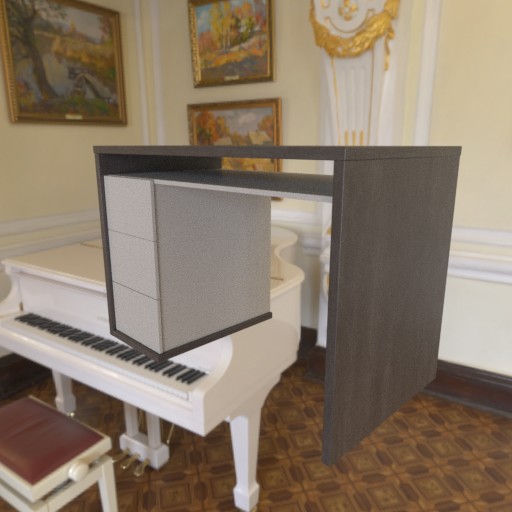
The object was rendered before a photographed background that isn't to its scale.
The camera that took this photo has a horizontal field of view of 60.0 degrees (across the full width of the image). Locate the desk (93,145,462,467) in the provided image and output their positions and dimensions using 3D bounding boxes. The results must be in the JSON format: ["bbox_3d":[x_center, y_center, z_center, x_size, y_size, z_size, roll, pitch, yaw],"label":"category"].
[{"bbox_3d":[0.000,0.000,1.554,1.100,0.750,0.600,14,20,43],"label":"desk"}]
